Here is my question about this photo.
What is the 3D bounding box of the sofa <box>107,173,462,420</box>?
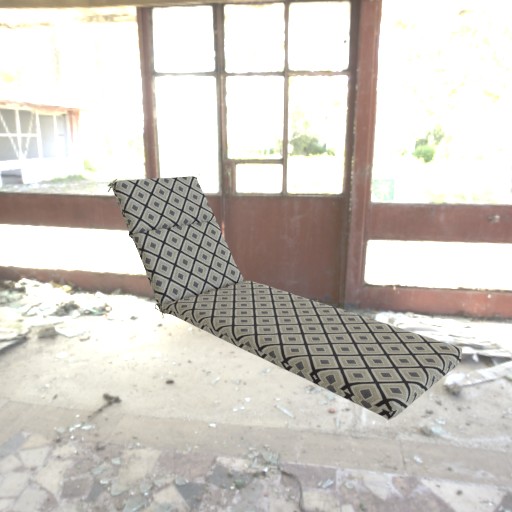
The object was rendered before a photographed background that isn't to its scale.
[{"bbox_3d":[0.000,0.000,1.961,0.582,0.622,1.663,-14,20,-43],"label":"sofa"}]
